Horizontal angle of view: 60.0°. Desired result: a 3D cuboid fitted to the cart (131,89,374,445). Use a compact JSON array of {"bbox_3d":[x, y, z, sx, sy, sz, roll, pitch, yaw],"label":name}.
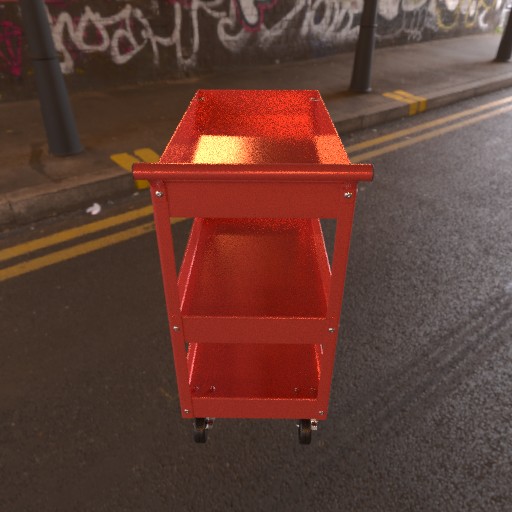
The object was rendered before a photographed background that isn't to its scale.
[{"bbox_3d":[0.000,0.000,1.175,0.366,0.780,0.719,0,33,1],"label":"cart"}]
